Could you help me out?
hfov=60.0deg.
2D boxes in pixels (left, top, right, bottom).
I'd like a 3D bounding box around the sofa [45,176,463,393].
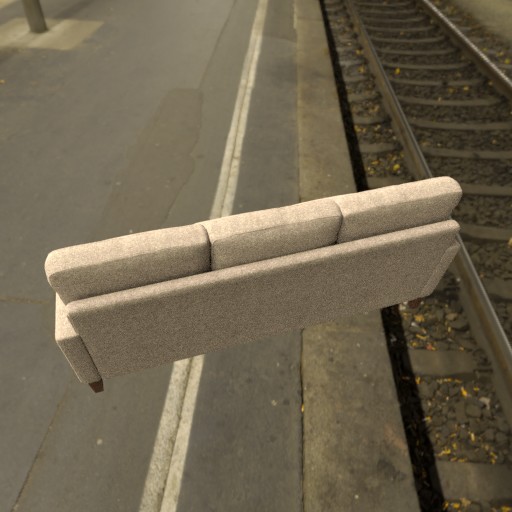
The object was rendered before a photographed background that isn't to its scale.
[{"bbox_3d":[0.000,0.000,2.556,2.115,0.984,0.888,-12,43,-13],"label":"sofa"}]
